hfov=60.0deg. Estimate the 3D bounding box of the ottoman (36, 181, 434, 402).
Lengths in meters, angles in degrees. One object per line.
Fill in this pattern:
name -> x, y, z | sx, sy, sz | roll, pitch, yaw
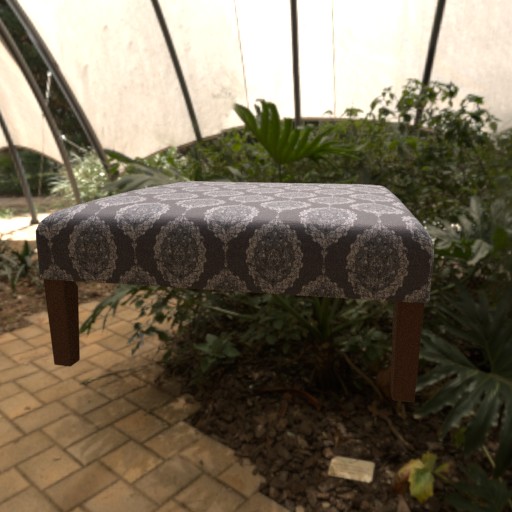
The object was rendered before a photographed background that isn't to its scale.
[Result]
ottoman -> 0.000, 0.000, 1.401 | 0.889, 0.409, 0.890 | 3, 14, 11
